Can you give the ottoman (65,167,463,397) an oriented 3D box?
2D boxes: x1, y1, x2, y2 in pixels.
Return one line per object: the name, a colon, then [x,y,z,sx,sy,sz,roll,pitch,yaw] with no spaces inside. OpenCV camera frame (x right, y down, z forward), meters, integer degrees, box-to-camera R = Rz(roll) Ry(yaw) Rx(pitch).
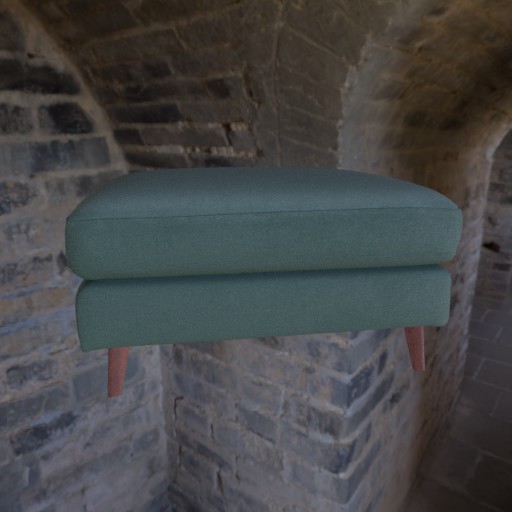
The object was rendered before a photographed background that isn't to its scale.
ottoman: [0.000,0.000,1.154,0.811,0.449,0.608,-2,15,-9]
